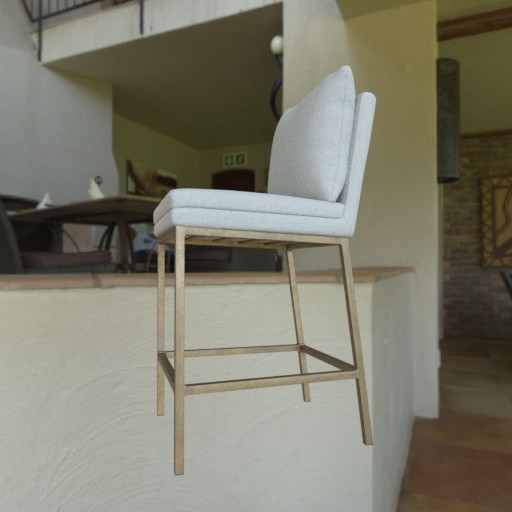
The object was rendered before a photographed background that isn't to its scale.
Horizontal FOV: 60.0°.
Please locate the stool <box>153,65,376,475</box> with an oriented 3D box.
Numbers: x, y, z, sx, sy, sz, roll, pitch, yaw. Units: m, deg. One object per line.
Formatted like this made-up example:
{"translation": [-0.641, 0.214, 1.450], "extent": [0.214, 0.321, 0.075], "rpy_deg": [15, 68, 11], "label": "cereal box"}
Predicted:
{"translation": [0.000, 0.000, 1.330], "extent": [0.572, 1.032, 0.463], "rpy_deg": [0, -1, -18], "label": "stool"}
